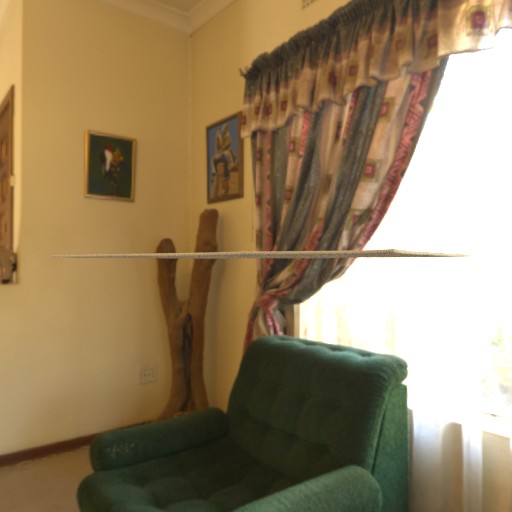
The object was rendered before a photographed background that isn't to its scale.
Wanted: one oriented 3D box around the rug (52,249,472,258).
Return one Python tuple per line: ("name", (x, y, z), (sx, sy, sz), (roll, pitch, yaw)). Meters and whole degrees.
("rug", (0.000, 0.000, 3.066), (2.459, 0.023, 1.575), (-1, -1, 36))
